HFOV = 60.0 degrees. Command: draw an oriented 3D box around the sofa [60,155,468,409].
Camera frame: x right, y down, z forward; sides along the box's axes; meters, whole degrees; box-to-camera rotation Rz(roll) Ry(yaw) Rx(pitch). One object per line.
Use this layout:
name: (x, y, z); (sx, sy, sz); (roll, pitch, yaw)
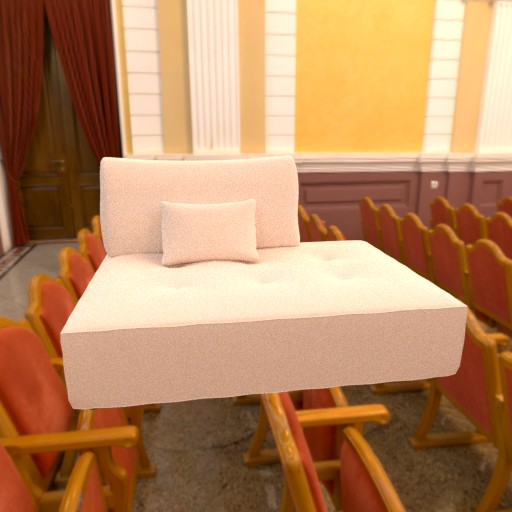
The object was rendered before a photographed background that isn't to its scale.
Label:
sofa: (0.000, 0.000, 1.988); (1.450, 0.820, 1.000); (-3, 17, -9)
